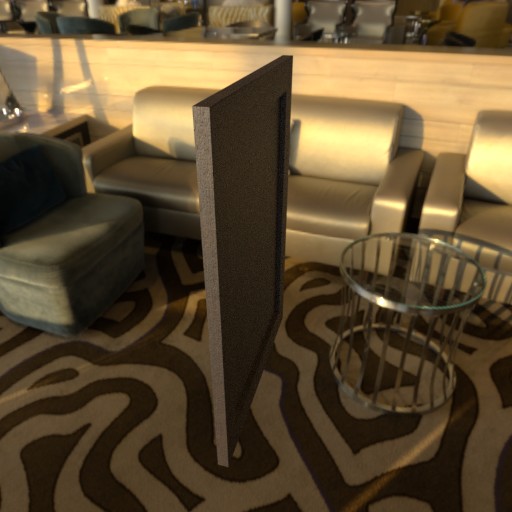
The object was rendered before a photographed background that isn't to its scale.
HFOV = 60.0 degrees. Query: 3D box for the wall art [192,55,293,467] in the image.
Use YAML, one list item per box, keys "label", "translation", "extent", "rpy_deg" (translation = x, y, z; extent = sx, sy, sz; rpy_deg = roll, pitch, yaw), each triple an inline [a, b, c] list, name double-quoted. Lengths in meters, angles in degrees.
- label: "wall art"
  translation: [0.000, 0.000, 0.667]
  extent: [0.017, 0.513, 0.359]
  rpy_deg: [8, 32, 13]
